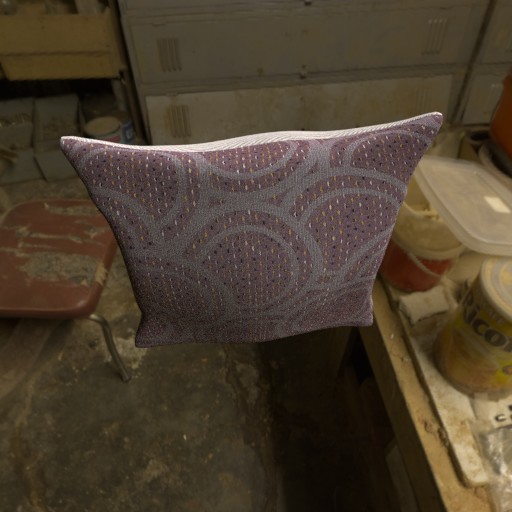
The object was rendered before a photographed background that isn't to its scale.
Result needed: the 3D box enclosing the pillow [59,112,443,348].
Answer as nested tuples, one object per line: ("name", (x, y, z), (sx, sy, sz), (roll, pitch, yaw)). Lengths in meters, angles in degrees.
("pillow", (0.000, 0.000, 0.774), (0.514, 0.513, 0.163), (-5, 48, -4))
